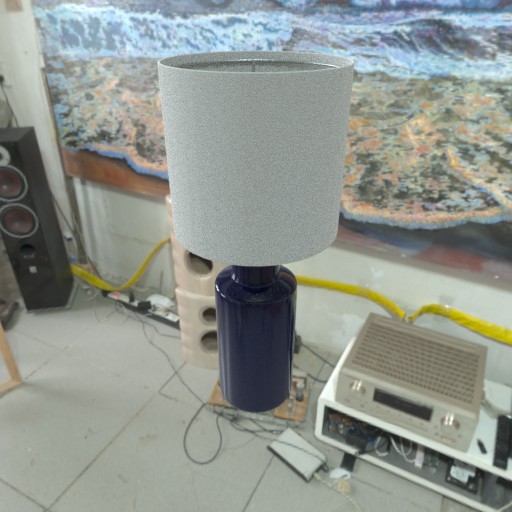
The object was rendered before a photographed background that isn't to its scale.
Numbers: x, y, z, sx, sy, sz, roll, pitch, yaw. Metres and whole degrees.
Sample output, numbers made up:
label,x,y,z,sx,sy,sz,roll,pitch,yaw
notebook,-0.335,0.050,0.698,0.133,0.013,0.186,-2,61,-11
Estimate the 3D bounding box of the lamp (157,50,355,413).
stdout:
label,x,y,z,sx,sy,sz,roll,pitch,yaw
lamp,0.000,0.000,0.605,0.212,0.493,0.212,-1,30,-2
